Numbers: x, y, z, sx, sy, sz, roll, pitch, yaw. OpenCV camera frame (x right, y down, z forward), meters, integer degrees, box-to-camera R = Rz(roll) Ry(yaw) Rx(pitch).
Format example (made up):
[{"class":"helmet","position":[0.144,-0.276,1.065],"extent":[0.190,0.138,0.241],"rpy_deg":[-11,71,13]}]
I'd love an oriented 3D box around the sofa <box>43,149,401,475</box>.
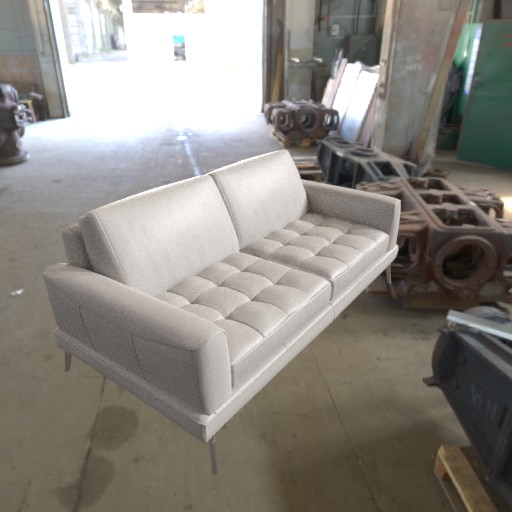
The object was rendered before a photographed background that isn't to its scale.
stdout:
[{"class":"sofa","position":[0.000,0.000,2.727],"extent":[1.121,0.930,2.177],"rpy_deg":[18,31,32]}]
